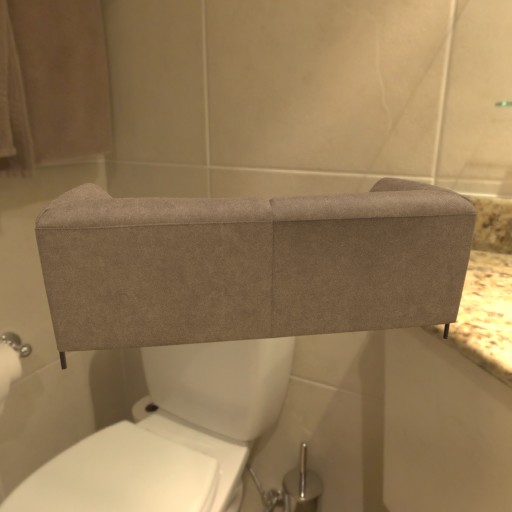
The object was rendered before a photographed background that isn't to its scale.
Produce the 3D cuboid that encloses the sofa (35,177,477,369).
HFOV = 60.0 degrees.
[{"bbox_3d":[0.000,0.000,2.312,1.878,0.747,0.905,-3,17,-9],"label":"sofa"}]
